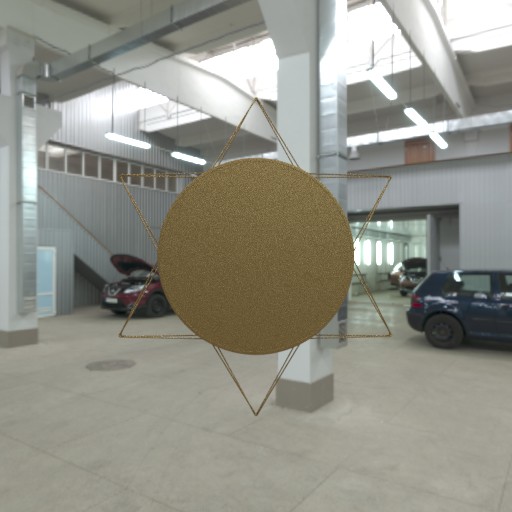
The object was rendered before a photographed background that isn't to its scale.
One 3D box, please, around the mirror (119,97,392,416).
[{"bbox_3d":[0.000,0.000,0.808,0.498,0.581,0.062,0,-1,-1],"label":"mirror"}]
